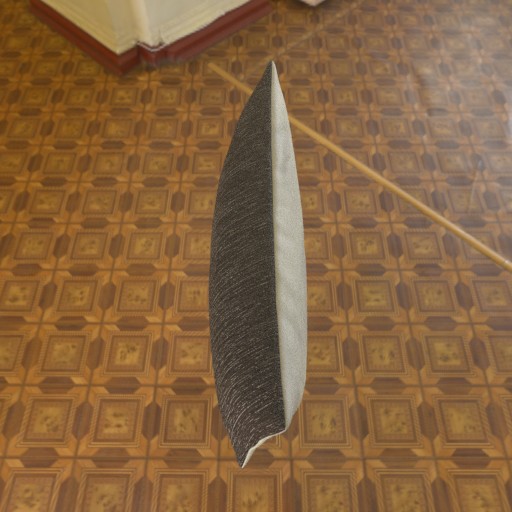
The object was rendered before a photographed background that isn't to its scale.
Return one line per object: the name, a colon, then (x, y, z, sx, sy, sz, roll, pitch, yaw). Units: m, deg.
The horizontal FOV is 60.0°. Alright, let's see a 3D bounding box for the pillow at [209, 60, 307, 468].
pillow: (0.000, 0.000, 0.737, 0.156, 0.305, 0.608, 0, 58, 0)
